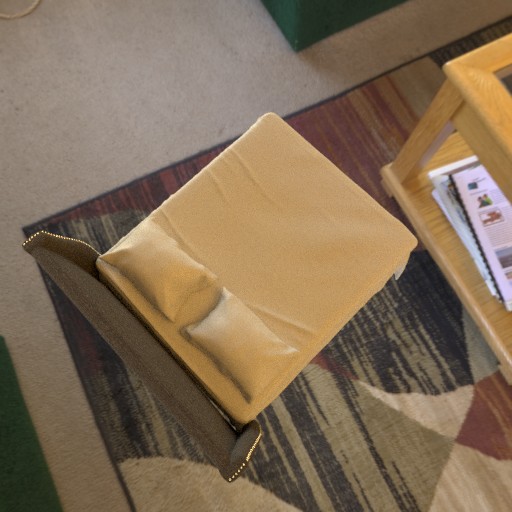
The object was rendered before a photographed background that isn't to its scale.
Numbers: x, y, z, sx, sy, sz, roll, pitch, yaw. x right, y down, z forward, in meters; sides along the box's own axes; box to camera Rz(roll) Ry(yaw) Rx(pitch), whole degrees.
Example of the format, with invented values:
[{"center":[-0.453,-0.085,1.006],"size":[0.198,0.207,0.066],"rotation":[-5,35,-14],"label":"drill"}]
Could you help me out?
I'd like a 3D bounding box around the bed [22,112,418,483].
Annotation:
[{"center":[0.000,0.000,3.406],"size":[2.276,1.332,1.925],"rotation":[-43,78,-11],"label":"bed"}]
